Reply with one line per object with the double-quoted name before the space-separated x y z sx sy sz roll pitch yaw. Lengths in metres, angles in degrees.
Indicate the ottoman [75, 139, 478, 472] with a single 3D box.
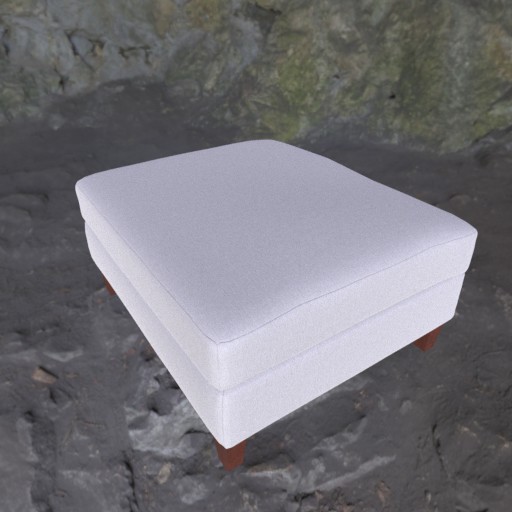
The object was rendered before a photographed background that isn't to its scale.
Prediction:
"ottoman" 0.000 0.000 1.427 0.836 0.492 0.976 -19 37 -28
